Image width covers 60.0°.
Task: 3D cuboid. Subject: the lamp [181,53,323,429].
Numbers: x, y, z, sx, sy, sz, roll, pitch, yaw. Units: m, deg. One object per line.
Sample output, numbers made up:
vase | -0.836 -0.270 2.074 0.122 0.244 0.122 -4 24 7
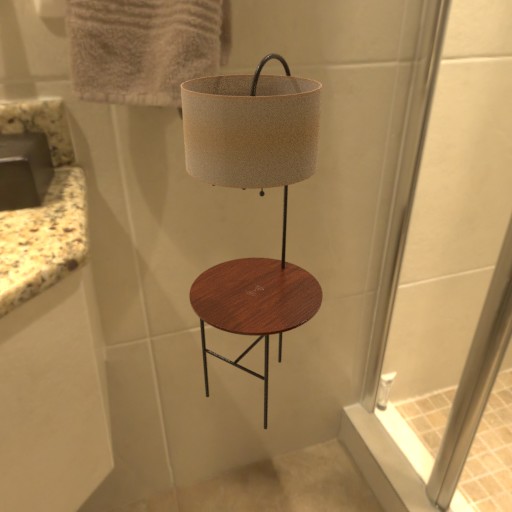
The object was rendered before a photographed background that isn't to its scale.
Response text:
lamp | 0.000 0.000 1.836 0.573 1.517 0.573 0 30 0
